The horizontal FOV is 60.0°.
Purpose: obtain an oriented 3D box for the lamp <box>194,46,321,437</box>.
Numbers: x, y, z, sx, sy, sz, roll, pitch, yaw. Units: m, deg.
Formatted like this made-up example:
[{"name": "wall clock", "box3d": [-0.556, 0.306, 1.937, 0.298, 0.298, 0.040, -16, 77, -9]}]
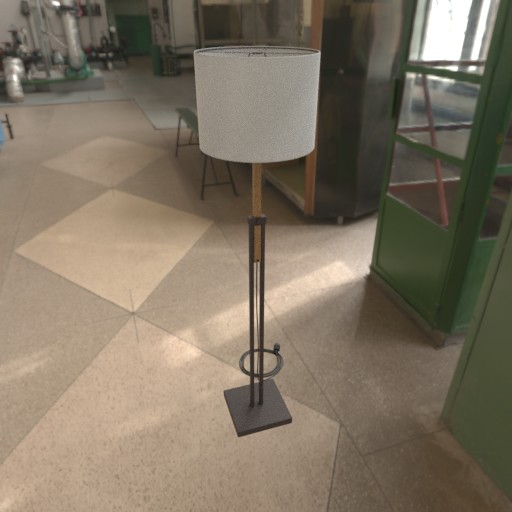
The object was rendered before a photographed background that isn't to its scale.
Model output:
[{"name": "lamp", "box3d": [0.000, 0.000, 1.937, 0.474, 1.650, 0.639, -9, 31, -16]}]
